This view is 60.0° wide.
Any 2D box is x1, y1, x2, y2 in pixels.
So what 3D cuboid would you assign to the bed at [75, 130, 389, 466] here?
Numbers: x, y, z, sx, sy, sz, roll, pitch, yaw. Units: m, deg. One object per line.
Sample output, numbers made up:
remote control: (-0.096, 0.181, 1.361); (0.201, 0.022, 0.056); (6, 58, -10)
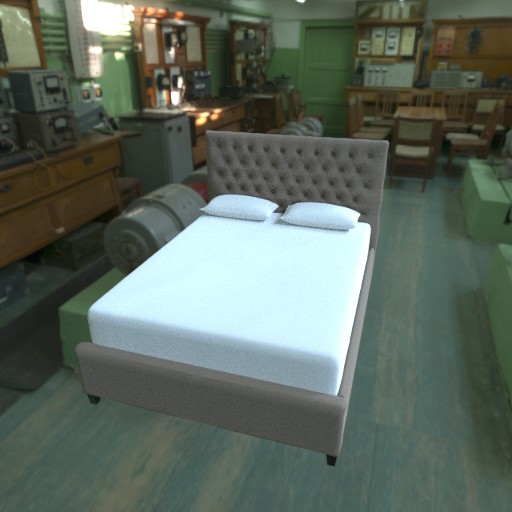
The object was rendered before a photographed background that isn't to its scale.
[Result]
bed: (0.000, 0.000, 3.359); (1.696, 1.426, 2.233); (8, 27, 16)
